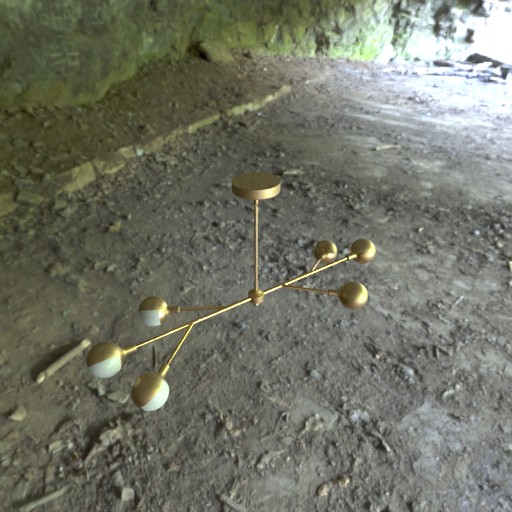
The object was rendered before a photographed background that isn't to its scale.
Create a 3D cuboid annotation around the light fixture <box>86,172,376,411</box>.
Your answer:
[{"bbox_3d":[0.000,0.000,1.006,0.778,0.362,0.434,-10,33,-17],"label":"light fixture"}]
